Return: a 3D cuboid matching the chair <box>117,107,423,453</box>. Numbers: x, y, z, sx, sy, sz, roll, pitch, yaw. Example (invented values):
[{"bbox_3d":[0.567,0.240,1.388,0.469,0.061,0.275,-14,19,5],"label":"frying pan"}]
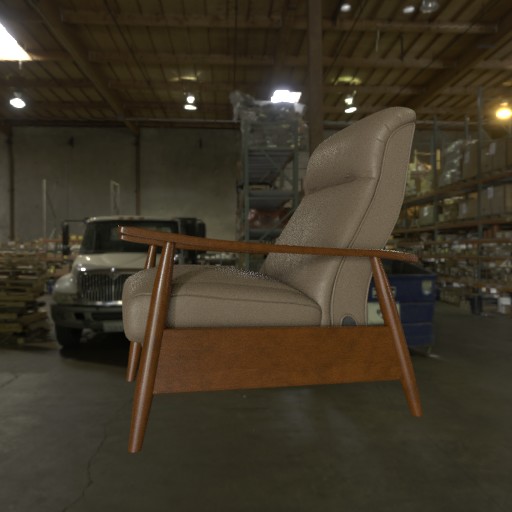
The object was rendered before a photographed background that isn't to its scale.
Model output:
[{"bbox_3d":[0.000,0.000,1.710,1.014,1.082,0.762,0,1,-17],"label":"chair"}]
